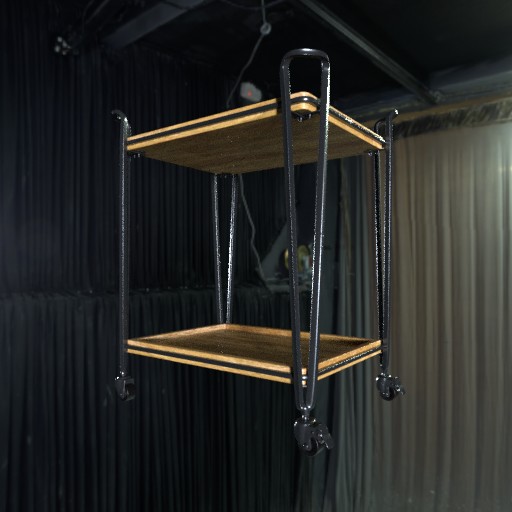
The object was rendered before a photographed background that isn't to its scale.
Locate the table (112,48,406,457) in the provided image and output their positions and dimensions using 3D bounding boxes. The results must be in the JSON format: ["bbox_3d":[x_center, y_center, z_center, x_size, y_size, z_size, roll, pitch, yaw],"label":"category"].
[{"bbox_3d":[0.000,0.000,1.214,0.672,0.785,0.505,-1,-1,37],"label":"table"}]
